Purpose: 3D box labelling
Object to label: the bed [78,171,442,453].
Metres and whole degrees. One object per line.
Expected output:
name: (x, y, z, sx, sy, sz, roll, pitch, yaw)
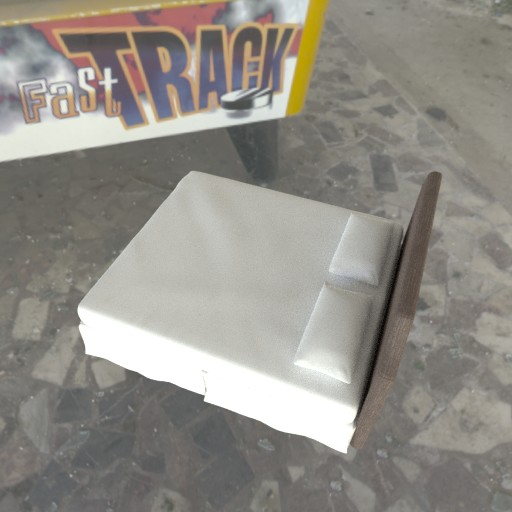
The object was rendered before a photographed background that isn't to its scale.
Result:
bed: (0.000, 0.000, 4.185, 2.773, 1.590, 2.350, 17, 49, 15)
